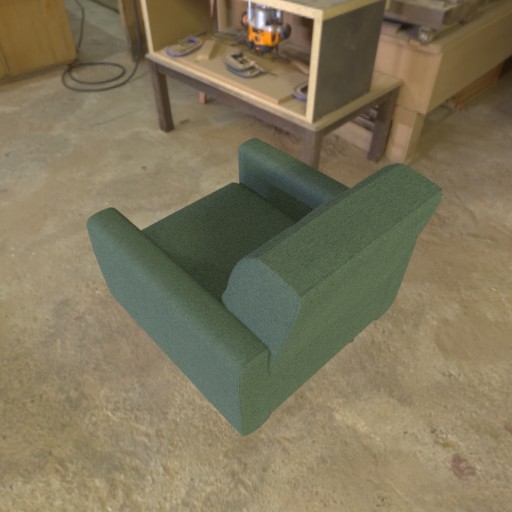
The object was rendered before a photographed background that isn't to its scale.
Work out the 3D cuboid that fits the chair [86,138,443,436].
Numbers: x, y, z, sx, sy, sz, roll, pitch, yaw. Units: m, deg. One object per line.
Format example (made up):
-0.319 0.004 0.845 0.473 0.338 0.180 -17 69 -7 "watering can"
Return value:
0.000 0.000 1.585 0.831 0.841 0.909 -33 54 -29 "chair"
